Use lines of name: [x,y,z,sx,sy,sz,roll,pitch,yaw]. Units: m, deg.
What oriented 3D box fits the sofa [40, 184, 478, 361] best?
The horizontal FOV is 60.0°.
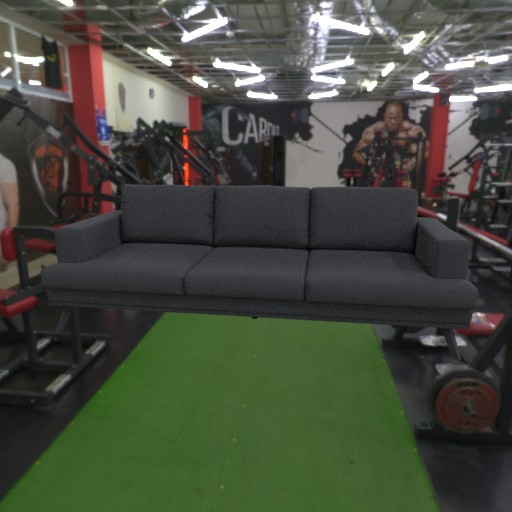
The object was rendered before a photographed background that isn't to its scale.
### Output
sofa: [0.000,0.000,2.719,2.310,0.810,0.920,2,14,9]
